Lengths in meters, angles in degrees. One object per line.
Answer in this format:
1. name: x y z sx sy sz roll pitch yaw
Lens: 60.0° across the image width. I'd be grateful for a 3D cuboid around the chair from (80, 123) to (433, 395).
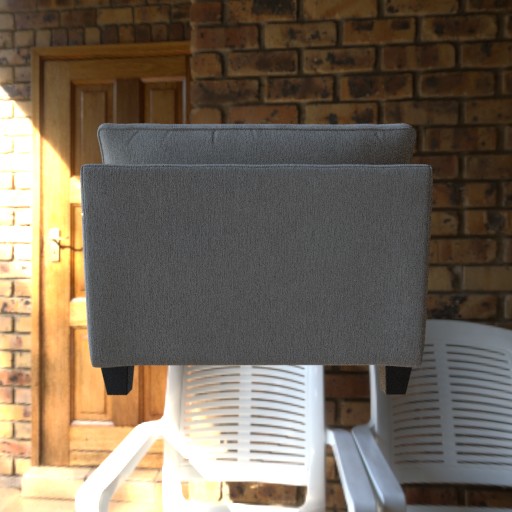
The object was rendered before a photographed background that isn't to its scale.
1. chair: 0.000 0.000 1.989 1.220 1.016 1.041 0 0 0
